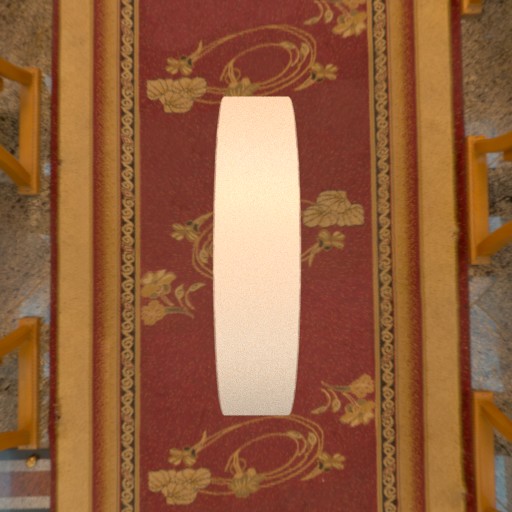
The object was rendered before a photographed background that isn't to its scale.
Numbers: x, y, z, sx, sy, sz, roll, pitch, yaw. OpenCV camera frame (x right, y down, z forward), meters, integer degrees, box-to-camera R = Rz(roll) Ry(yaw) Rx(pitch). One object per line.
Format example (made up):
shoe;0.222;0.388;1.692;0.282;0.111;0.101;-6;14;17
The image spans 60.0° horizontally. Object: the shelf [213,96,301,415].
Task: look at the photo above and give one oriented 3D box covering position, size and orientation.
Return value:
shelf;0.000;0.000;1.193;0.158;0.807;0.806;0;89;0
